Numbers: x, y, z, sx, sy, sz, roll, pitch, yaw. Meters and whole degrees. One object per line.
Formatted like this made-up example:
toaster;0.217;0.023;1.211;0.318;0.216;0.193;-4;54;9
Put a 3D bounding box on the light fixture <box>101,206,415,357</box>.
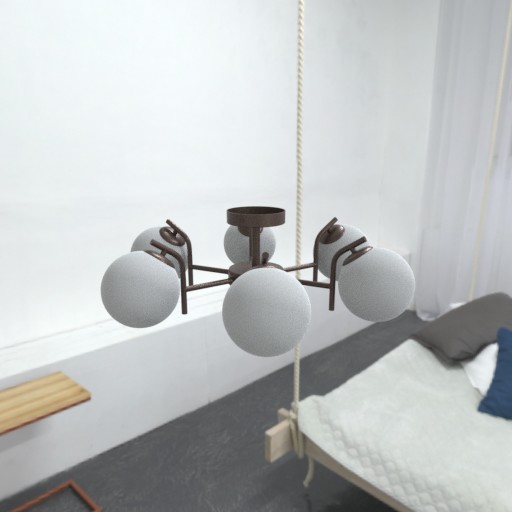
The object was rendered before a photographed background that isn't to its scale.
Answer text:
light fixture;0.000;0.000;0.965;0.662;0.201;0.662;0;14;0
